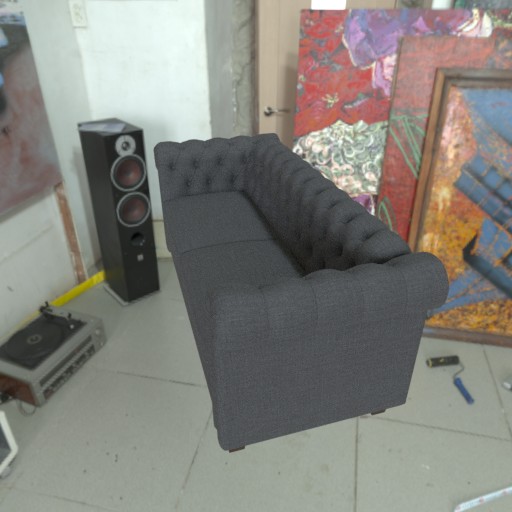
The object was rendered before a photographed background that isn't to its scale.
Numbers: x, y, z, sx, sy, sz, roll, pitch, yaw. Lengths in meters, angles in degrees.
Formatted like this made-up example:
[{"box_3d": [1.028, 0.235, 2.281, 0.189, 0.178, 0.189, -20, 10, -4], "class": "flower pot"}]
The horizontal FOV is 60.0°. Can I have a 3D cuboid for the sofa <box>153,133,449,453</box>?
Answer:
[{"box_3d": [0.000, 0.000, 2.226, 0.783, 0.797, 1.798, -9, 31, -14], "class": "sofa"}]
